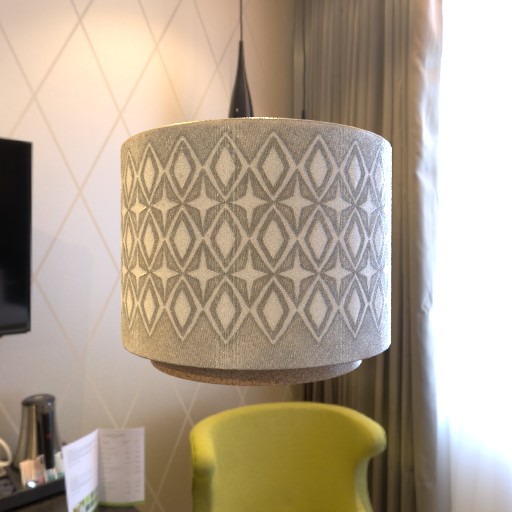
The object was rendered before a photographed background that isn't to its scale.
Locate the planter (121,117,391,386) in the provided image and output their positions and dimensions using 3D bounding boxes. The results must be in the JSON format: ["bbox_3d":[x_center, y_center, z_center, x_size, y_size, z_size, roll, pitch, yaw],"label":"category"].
[{"bbox_3d":[0.000,0.000,0.320,0.186,0.144,0.186,0,1,0],"label":"planter"}]
